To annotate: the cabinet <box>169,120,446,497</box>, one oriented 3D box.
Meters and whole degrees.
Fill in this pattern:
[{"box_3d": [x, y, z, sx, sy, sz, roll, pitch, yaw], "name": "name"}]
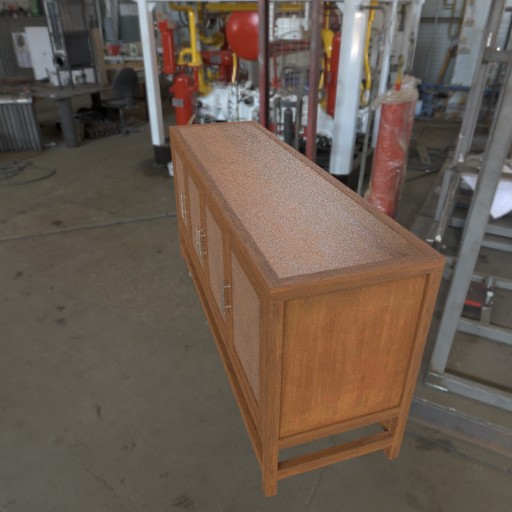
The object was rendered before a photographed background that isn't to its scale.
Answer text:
[{"box_3d": [0.000, 0.000, 2.021, 0.522, 0.820, 1.708, -9, 31, -15], "name": "cabinet"}]
